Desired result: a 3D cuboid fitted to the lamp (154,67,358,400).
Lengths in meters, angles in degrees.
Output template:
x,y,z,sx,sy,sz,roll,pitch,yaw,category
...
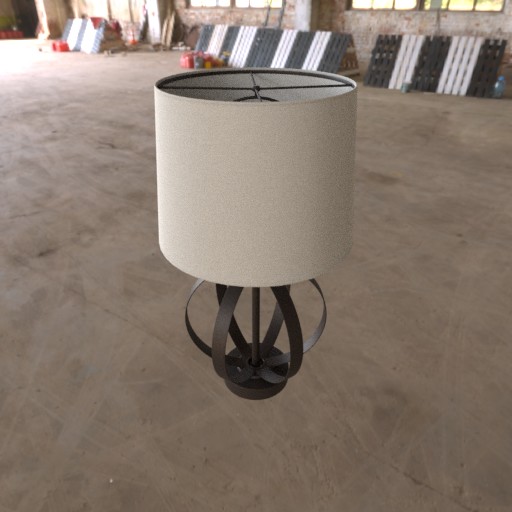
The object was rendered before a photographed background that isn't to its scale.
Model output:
x,y,z,sx,sy,sz,roll,pitch,yaw,category
0.000,0.000,0.688,0.286,0.510,0.286,0,31,0,lamp
